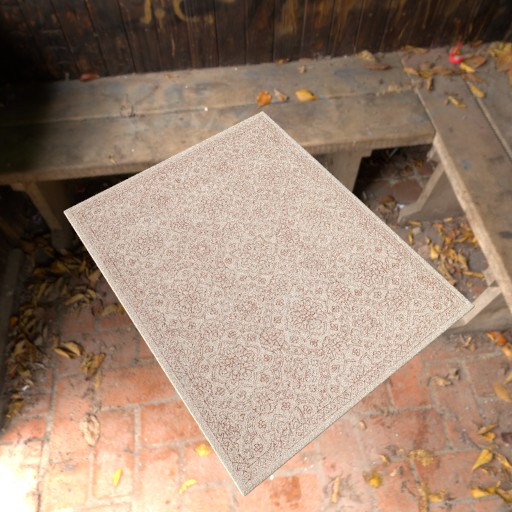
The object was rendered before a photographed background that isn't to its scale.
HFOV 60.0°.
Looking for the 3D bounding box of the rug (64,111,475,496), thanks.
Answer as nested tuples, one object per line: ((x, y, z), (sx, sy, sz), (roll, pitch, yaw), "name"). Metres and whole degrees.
((0.000, 0.000, 4.076), (2.441, 0.015, 3.050), (-32, 64, -18), "rug")
